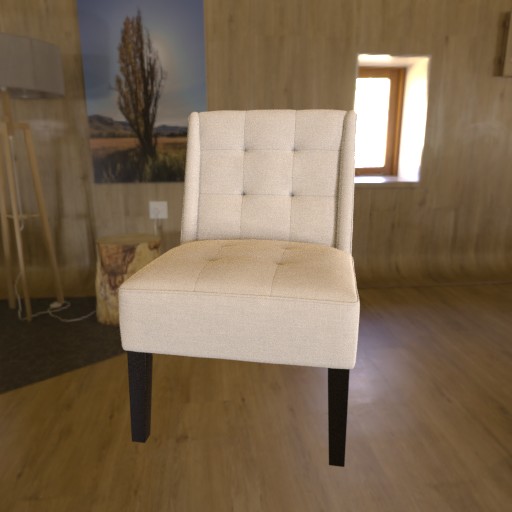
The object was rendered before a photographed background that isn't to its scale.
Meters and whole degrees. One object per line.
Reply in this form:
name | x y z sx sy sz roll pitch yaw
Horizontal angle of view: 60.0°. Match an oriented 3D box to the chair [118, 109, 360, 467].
chair | 0.000 0.000 1.300 0.569 0.853 0.676 3 15 10
